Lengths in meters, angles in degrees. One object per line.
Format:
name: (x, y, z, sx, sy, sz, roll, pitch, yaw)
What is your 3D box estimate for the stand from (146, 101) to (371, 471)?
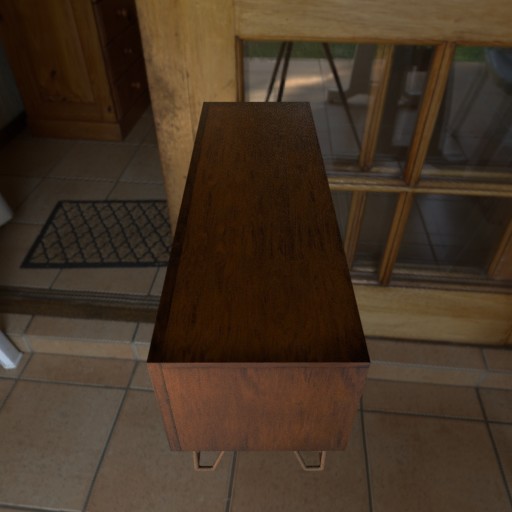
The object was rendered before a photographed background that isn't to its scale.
stand: (0.000, 0.000, 1.642, 0.481, 0.610, 1.372, 0, 41, 0)
